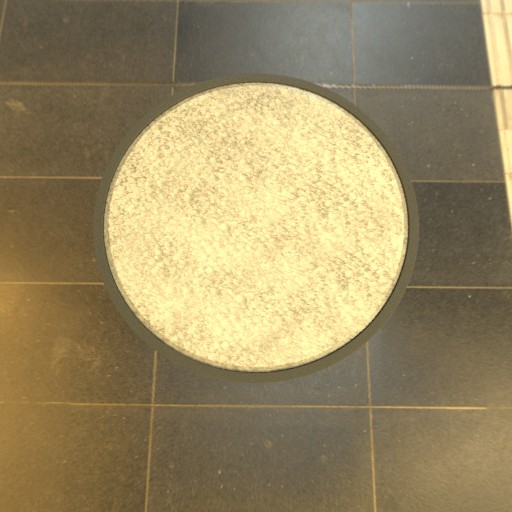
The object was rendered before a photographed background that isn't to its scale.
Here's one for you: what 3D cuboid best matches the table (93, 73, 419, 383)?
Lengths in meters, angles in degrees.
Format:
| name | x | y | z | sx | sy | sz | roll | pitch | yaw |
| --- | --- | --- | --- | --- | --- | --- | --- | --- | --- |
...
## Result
| name | x | y | z | sx | sy | sz | roll | pitch | yaw |
| --- | --- | --- | --- | --- | --- | --- | --- | --- | --- |
| table | 0.000 | 0.000 | 0.881 | 0.470 | 0.498 | 0.470 | 0 | 76 | 0 |
